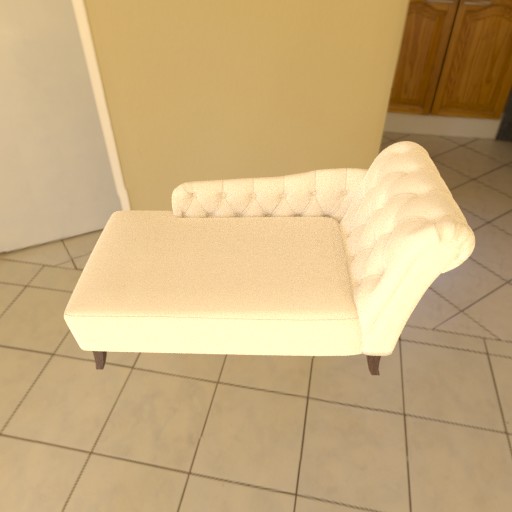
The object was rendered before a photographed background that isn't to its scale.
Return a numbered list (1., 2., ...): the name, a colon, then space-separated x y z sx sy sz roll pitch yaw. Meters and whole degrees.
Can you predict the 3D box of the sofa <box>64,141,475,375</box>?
1. sofa: 0.000 0.000 1.814 1.379 0.787 0.675 1 40 1
